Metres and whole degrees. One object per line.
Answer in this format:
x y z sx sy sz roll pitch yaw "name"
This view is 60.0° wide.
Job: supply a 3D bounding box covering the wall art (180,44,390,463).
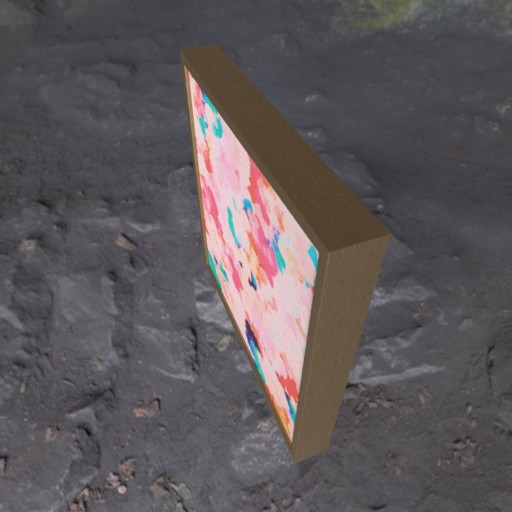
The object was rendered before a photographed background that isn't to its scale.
0.000 0.000 0.449 0.038 0.305 0.304 -16 47 -15 "wall art"
